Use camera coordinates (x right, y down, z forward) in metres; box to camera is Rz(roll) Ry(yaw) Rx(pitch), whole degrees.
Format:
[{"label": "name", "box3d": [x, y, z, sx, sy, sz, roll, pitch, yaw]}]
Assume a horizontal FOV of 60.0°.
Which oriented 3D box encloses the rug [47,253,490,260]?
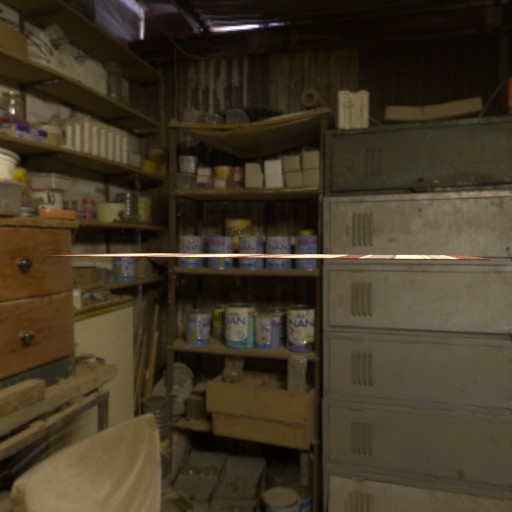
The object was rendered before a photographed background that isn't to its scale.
[{"label": "rug", "box3d": [0.000, 0.000, 2.717, 2.437, 0.006, 0.792, 0, 1, 18]}]
